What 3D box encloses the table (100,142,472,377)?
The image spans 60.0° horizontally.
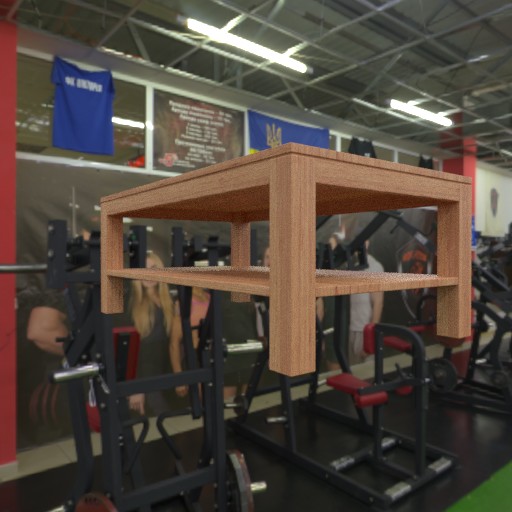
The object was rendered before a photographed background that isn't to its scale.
[{"bbox_3d":[0.000,0.000,1.527,0.695,0.457,1.146,-1,1,-37],"label":"table"}]
